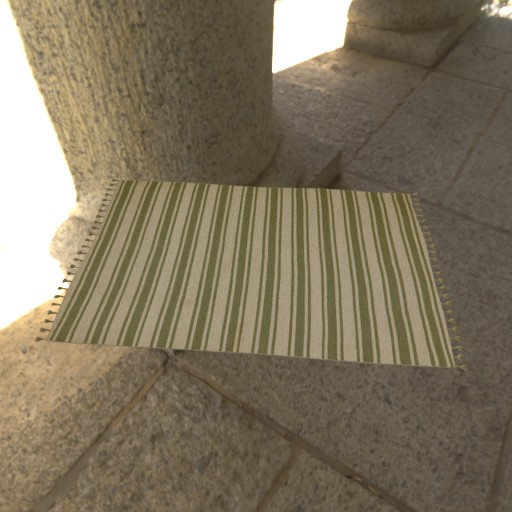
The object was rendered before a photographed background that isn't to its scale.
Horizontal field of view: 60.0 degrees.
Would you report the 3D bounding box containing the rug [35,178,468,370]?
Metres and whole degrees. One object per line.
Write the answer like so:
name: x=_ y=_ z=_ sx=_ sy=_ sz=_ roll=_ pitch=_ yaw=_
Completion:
rug: x=0.000 y=0.000 z=2.282 sx=1.875 sy=0.013 sz=1.162 roll=3 pitch=47 yaw=3
